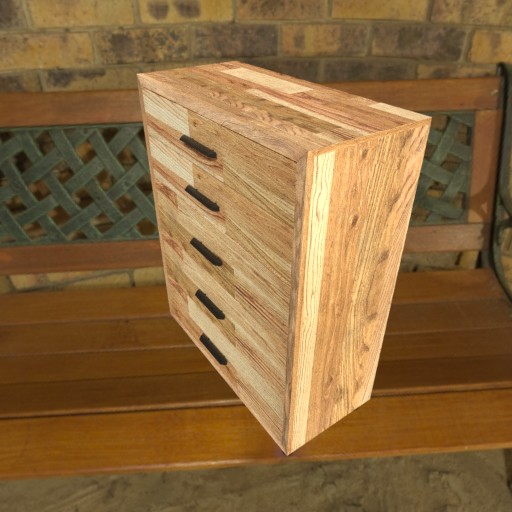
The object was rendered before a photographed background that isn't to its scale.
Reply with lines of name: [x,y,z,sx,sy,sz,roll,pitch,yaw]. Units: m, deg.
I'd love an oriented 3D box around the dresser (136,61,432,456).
dresser: [0.000,0.000,1.751,0.480,1.243,0.966,-22,39,-29]
